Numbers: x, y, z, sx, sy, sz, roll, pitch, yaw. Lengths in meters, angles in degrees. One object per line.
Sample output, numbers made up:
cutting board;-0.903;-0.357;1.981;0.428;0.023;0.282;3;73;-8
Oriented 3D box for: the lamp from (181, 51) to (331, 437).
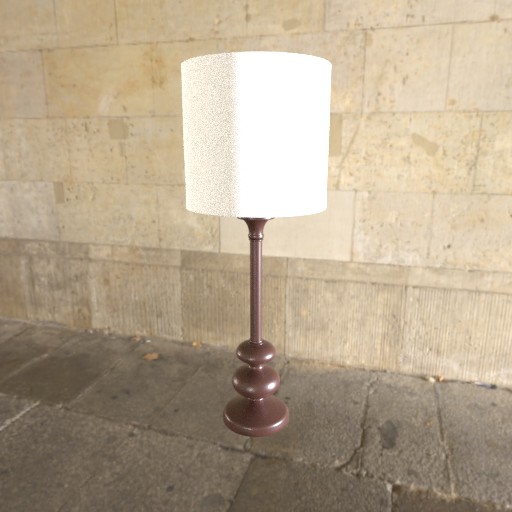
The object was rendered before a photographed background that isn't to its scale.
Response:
lamp;0.000;0.000;0.838;0.254;0.690;0.254;-7;16;-26
